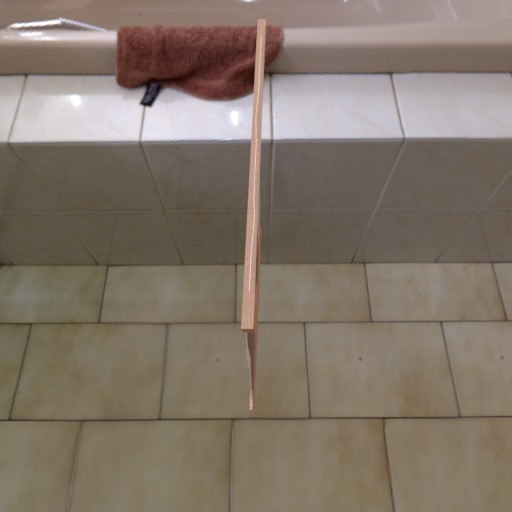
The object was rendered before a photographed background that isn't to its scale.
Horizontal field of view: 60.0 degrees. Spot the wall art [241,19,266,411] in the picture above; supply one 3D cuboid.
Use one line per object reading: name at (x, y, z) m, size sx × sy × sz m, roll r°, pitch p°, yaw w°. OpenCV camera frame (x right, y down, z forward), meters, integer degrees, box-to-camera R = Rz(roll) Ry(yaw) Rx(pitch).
wall art at (0.000, 0.000, 1.330) m, size 0.020 × 1.013 × 0.758 m, roll 2°, pitch 64°, yaw 1°
